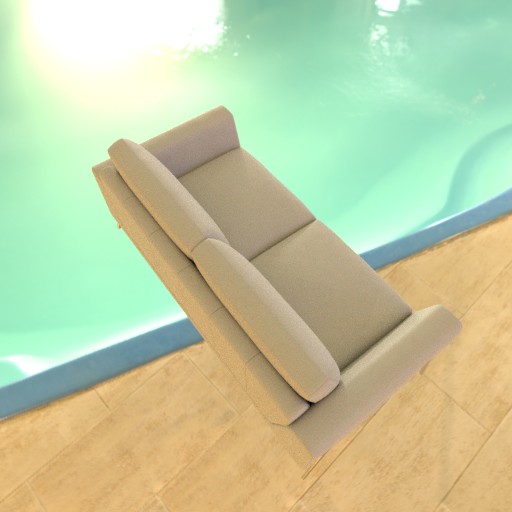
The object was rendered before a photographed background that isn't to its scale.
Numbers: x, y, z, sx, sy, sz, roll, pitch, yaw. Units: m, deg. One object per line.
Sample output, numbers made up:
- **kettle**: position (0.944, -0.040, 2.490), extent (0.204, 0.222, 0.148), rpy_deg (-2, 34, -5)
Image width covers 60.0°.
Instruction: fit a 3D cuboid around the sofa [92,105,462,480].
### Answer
- **sofa**: position (0.000, 0.000, 2.490), extent (0.953, 0.875, 2.017), rpy_deg (-33, 63, -19)
